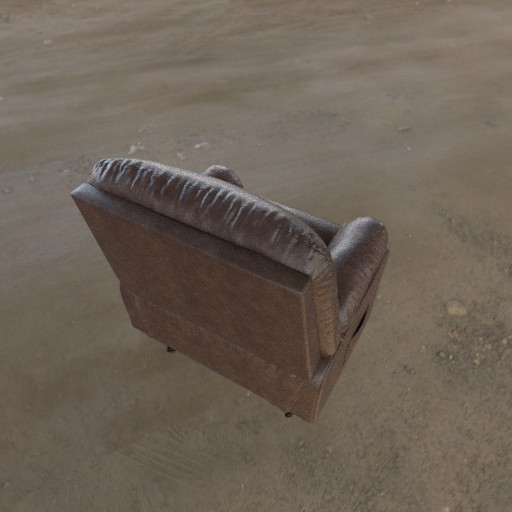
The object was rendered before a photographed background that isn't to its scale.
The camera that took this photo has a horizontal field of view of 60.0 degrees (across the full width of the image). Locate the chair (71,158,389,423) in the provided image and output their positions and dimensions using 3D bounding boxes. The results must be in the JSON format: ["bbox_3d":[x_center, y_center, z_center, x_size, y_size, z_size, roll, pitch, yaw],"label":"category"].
[{"bbox_3d":[0.000,0.000,1.770,0.940,1.041,0.879,23,50,21],"label":"chair"}]
